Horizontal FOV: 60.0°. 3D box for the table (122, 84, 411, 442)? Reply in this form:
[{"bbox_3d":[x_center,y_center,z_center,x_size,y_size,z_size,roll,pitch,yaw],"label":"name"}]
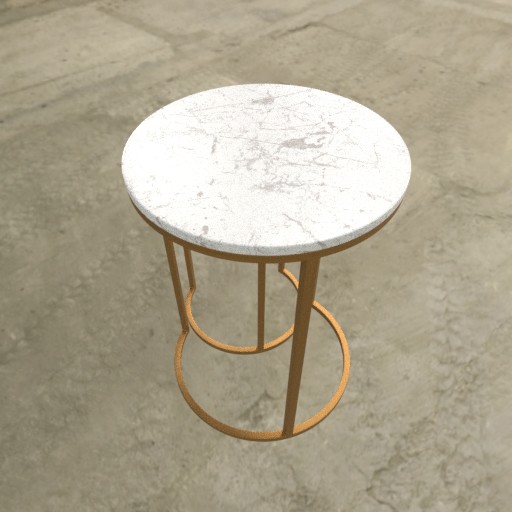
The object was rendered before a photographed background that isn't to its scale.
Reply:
[{"bbox_3d":[0.000,0.000,0.861,0.400,0.550,0.507,-11,47,-10],"label":"table"}]
